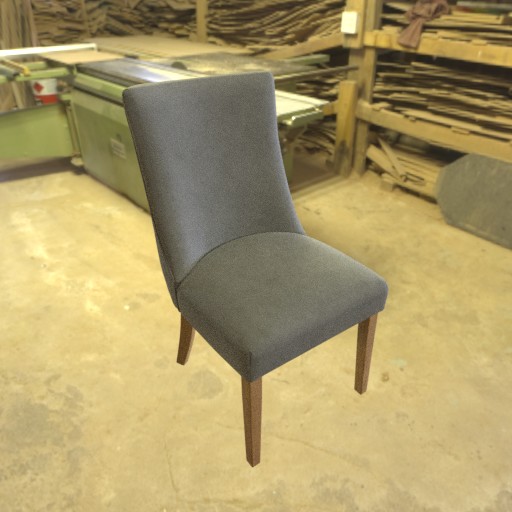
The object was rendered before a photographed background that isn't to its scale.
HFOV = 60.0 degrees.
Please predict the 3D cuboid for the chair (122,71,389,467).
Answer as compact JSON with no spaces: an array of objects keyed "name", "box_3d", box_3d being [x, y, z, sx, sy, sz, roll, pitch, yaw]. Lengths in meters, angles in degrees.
[{"name":"chair","box_3d":[0.000,0.000,1.278,0.495,0.902,0.610,-21,37,-30]}]
